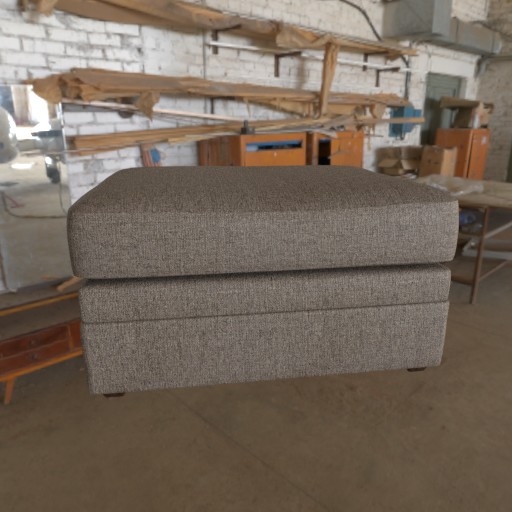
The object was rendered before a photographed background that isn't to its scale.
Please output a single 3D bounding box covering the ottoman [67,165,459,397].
[{"bbox_3d":[0.000,0.000,1.262,0.885,0.478,0.637,-3,18,-8],"label":"ottoman"}]
